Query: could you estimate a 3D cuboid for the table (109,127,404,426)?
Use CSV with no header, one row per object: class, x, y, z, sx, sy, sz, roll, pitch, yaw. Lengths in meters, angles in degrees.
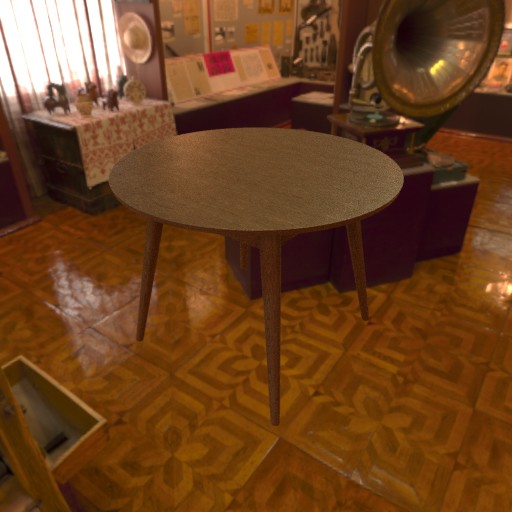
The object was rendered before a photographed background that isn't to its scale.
table,0.000,0.000,1.845,1.053,0.786,1.053,0,31,0
